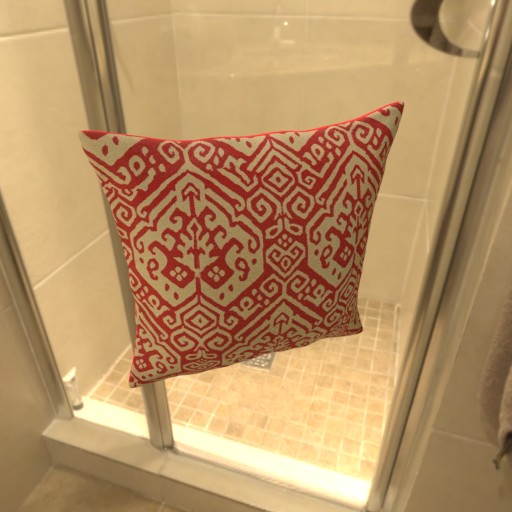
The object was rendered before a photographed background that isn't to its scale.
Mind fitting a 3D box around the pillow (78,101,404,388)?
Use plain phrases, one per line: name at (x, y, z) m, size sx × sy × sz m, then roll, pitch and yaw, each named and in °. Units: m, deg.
pillow at (0.000, 0.000, 0.805) m, size 0.522 × 0.507 × 0.192 m, roll -10°, pitch 33°, yaw -16°
